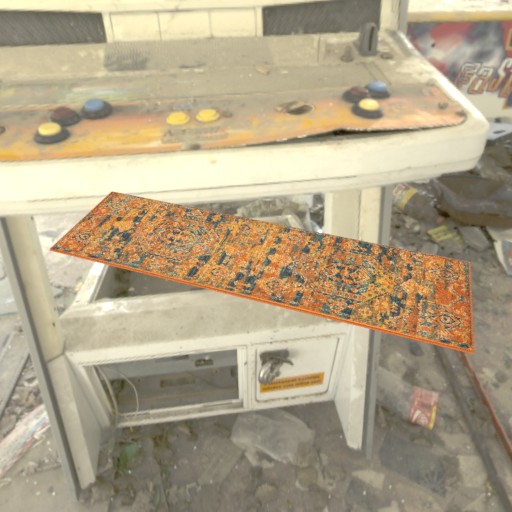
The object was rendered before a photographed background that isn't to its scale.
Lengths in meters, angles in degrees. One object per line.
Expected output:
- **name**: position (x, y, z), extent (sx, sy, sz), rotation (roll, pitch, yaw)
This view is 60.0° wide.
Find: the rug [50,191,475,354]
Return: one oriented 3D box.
- **rug**: position (0.000, 0.000, 2.484), extent (2.274, 0.016, 0.651), rotation (12, 42, 14)
